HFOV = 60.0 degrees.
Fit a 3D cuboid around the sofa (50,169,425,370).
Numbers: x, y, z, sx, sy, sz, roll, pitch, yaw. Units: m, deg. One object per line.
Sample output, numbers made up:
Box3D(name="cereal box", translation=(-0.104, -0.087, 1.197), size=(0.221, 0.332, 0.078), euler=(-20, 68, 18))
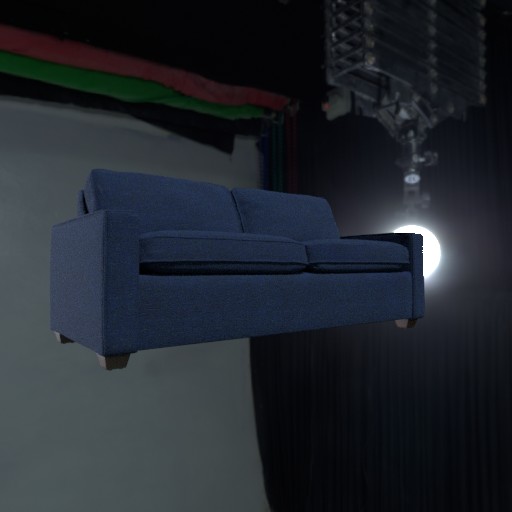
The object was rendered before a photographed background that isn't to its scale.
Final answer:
Box3D(name="sofa", translation=(0.000, 0.000, 2.593), size=(2.080, 0.919, 0.940), euler=(1, -2, -36))
